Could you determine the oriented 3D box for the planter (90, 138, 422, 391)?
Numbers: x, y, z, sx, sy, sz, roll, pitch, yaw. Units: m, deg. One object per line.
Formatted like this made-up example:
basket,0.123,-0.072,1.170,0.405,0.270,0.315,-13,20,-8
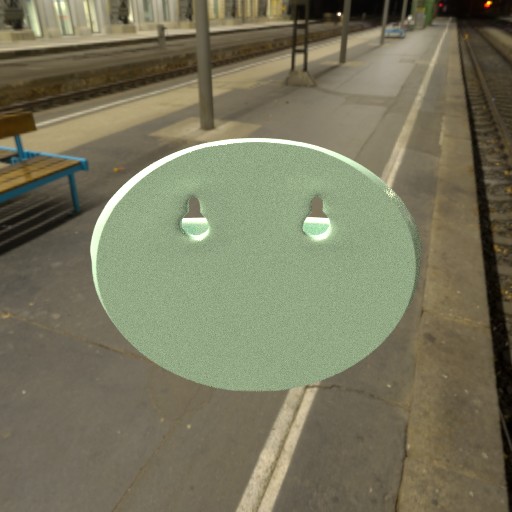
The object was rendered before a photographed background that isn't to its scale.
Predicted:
planter,0.000,0.000,0.279,0.189,0.164,0.073,0,29,0
